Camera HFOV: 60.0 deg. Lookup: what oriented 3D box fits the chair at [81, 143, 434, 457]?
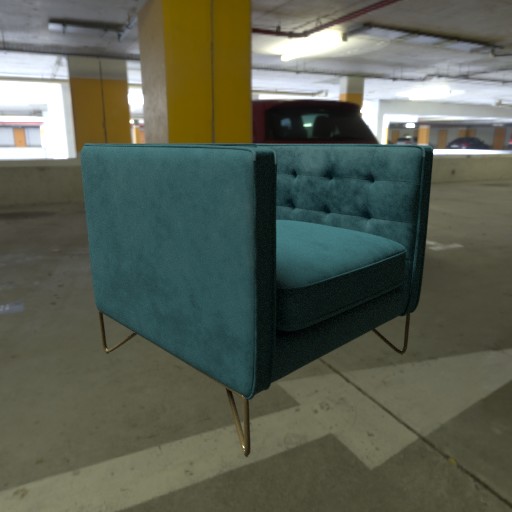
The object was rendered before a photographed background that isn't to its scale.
[{"bbox_3d":[0.000,0.000,1.603,0.880,0.790,0.894,-14,20,-42],"label":"chair"}]
